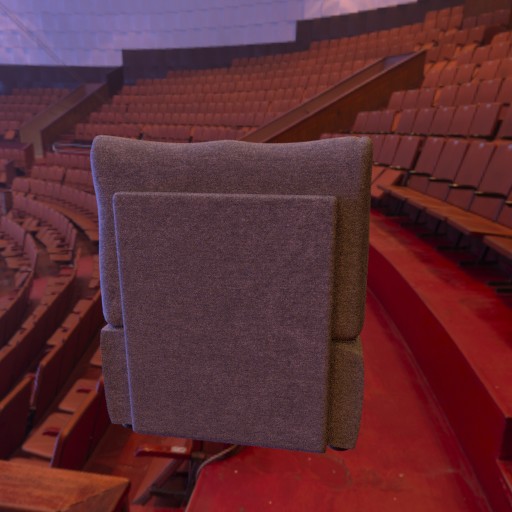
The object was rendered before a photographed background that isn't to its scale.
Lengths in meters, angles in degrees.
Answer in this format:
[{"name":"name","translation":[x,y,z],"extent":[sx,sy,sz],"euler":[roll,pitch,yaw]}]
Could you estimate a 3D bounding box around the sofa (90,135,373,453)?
[{"name":"sofa","translation":[0.000,0.000,1.558],"extent":[0.700,0.820,1.000],"euler":[2,16,9]}]
